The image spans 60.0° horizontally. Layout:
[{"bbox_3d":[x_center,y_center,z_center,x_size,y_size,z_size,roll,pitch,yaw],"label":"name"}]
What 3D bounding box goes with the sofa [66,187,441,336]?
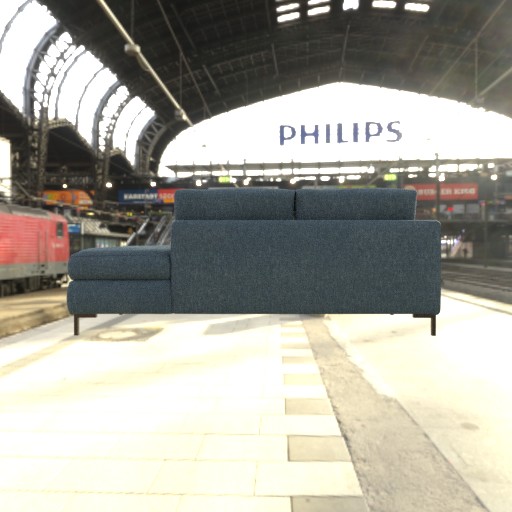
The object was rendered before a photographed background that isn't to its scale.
[{"bbox_3d":[0.000,0.000,3.797,2.007,0.815,2.949,0,1,1],"label":"sofa"}]
